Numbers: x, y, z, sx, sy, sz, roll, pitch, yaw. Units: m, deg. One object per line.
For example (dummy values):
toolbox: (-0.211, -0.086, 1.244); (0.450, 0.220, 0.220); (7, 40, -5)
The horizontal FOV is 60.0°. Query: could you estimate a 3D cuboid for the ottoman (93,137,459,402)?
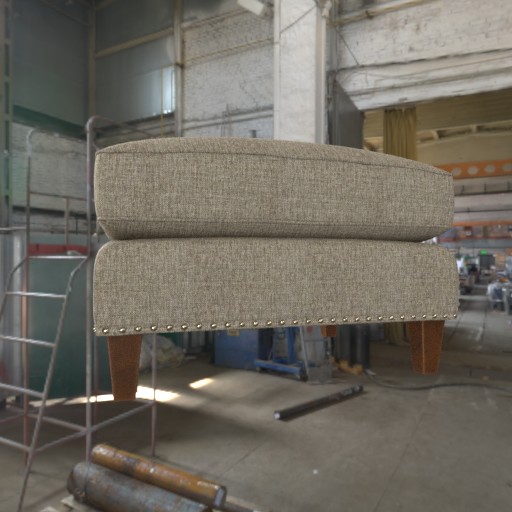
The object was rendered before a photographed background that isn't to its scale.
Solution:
ottoman: (0.000, 0.000, 1.113); (0.741, 0.513, 0.584); (0, 0, -17)
